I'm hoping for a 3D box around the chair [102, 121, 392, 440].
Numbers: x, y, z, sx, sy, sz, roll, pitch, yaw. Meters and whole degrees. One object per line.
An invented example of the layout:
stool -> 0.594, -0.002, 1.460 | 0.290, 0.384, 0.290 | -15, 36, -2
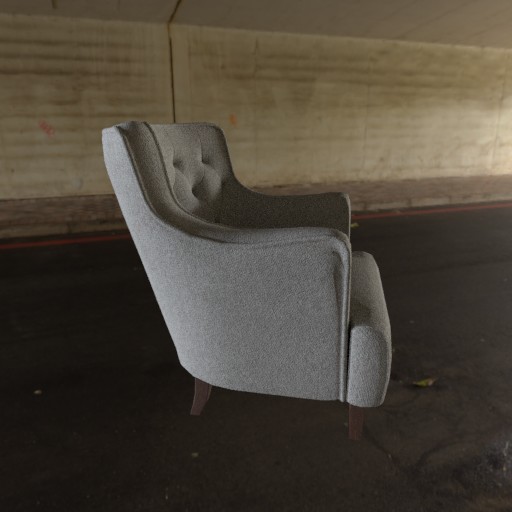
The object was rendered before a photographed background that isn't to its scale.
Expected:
chair -> 0.000, 0.000, 1.564 | 0.910, 0.920, 0.820 | 3, 17, 11
